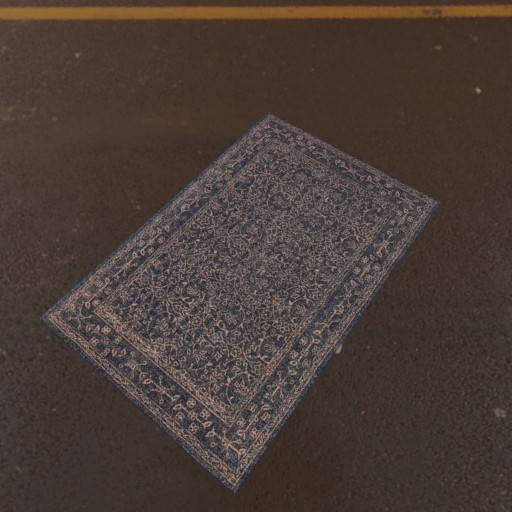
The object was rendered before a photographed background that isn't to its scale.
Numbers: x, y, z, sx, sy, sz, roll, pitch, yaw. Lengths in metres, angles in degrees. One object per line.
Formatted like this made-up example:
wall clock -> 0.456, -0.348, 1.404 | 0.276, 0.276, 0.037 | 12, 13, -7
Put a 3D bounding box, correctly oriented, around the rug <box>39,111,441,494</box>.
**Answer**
rug -> 0.000, 0.000, 2.283 | 1.200, 0.005, 1.819 | 34, 65, 19
